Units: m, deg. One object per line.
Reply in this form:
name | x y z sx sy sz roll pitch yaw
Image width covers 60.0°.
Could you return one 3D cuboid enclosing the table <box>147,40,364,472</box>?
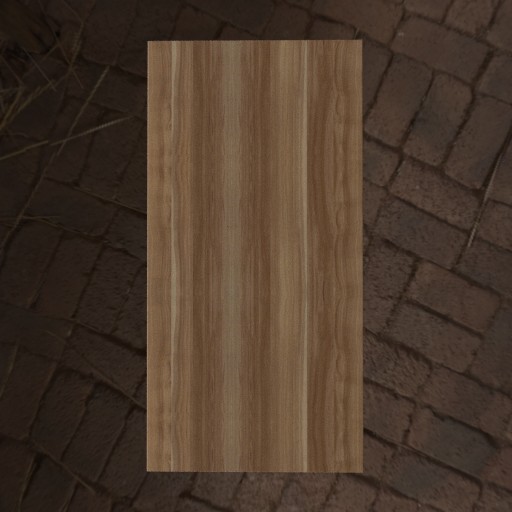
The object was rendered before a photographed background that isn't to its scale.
table | 0.000 0.000 2.439 1.000 0.770 2.000 0 89 1
